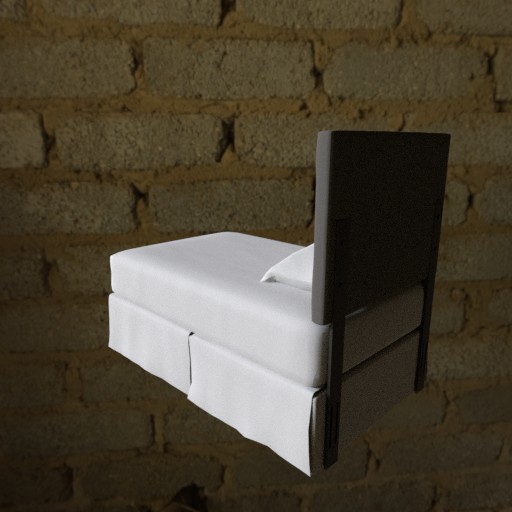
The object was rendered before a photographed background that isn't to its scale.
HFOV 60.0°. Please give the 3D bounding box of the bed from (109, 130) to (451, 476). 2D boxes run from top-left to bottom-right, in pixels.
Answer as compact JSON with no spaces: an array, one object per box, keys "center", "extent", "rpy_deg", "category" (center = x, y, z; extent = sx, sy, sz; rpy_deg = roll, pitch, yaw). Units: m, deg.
[{"center":[0.000,0.000,2.951],"extent":[1.261,1.571,1.997],"rpy_deg":[-14,20,-43],"category":"bed"}]
